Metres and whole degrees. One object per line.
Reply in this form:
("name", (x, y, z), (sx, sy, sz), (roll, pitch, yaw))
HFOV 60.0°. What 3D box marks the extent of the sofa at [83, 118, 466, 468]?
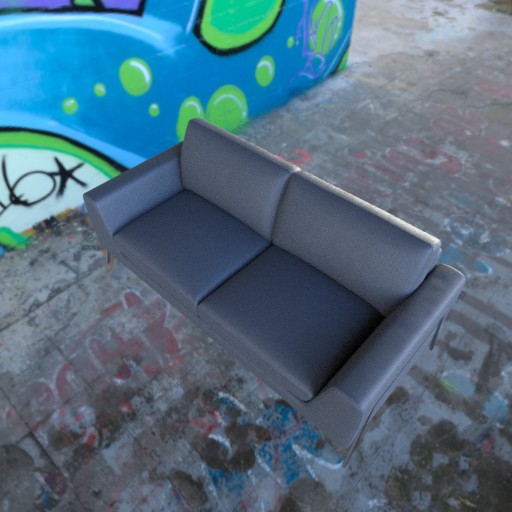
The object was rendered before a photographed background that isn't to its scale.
("sofa", (0.000, 0.000, 2.554), (2.017, 0.875, 0.953), (34, 55, 28))
